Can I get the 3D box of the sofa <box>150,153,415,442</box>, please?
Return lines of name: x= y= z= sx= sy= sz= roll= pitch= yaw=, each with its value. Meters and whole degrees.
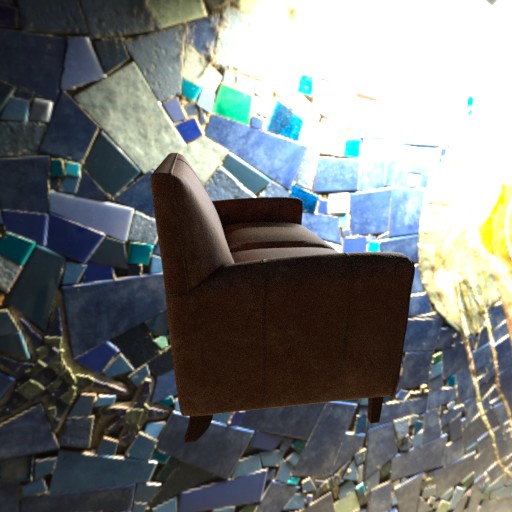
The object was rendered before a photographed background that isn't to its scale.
sofa: x=0.000 y=0.000 z=2.007 sx=0.787 sy=0.871 sz=1.473 roll=-2 pitch=15 yaw=-9
